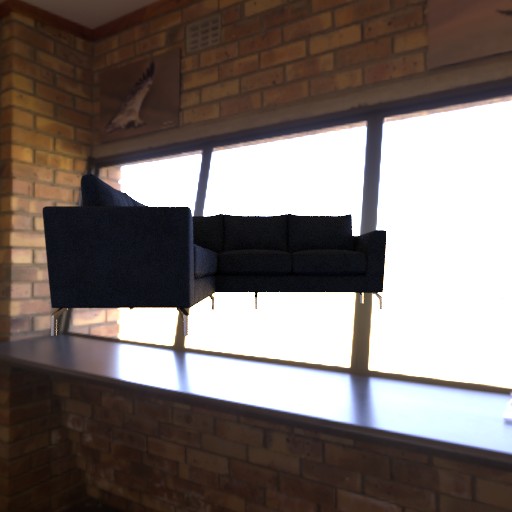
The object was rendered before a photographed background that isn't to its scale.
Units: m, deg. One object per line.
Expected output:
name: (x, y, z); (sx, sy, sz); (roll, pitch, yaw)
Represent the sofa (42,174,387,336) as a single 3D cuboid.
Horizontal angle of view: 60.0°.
sofa: (0.000, 0.000, 3.773); (2.463, 0.988, 2.472); (0, -2, 0)
